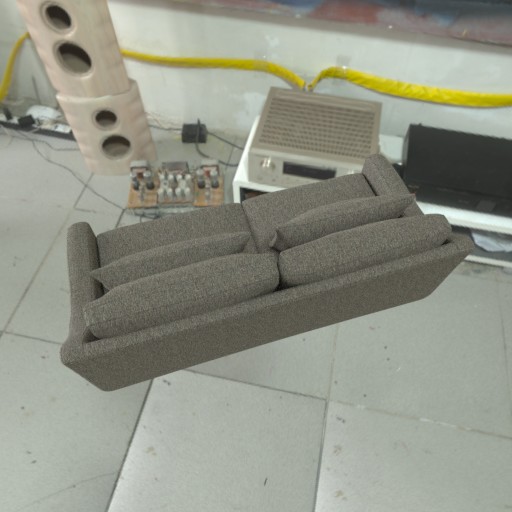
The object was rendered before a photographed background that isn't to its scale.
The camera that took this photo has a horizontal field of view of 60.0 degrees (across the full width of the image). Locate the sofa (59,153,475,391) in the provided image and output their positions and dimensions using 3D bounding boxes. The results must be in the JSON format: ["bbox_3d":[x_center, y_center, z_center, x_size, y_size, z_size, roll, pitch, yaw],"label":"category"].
[{"bbox_3d":[0.000,0.000,2.990,2.418,0.998,1.103,-15,58,-9],"label":"sofa"}]
